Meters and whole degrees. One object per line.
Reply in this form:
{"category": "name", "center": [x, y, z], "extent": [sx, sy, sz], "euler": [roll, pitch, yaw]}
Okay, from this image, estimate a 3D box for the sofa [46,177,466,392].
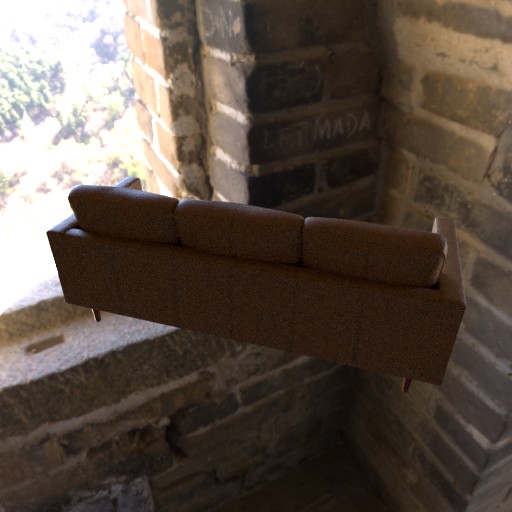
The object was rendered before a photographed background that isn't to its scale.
{"category": "sofa", "center": [0.000, 0.000, 2.712], "extent": [2.231, 0.930, 0.903], "euler": [9, 33, 15]}
